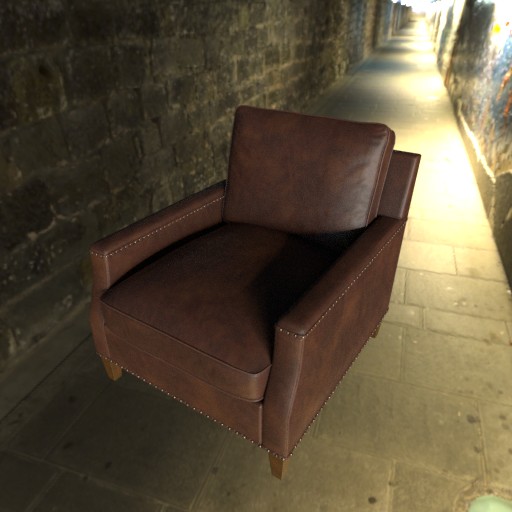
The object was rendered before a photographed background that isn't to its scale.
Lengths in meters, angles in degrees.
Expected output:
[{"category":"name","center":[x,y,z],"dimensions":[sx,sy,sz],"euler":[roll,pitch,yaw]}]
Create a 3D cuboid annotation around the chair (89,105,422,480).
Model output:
[{"category":"chair","center":[0.000,0.000,1.676],"dimensions":[0.853,0.929,1.014],"euler":[18,34,29]}]
